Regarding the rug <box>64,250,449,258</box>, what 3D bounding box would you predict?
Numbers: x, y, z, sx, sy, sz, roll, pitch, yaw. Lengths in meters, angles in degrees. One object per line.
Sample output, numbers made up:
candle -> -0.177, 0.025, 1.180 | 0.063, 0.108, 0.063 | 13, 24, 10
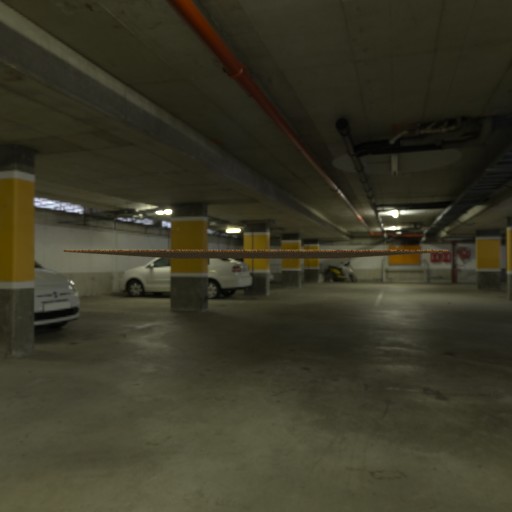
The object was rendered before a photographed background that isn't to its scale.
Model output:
rug -> 0.000, 0.000, 2.181 | 1.143, 0.006, 1.747 | 0, -1, 0
